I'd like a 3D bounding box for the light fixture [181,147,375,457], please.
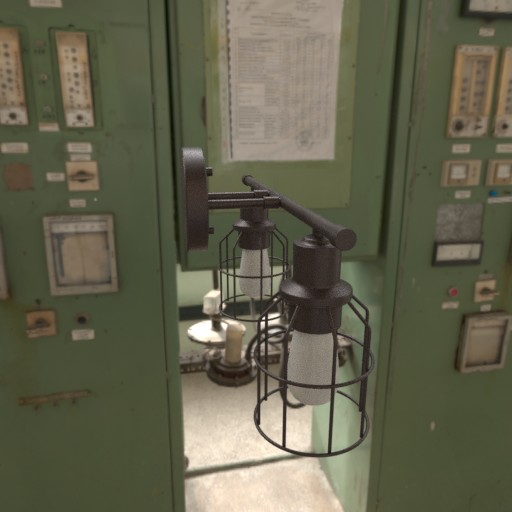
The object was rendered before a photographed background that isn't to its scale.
[{"bbox_3d":[0.000,0.000,0.531,0.165,0.254,0.406,-3,16,-11],"label":"light fixture"}]
